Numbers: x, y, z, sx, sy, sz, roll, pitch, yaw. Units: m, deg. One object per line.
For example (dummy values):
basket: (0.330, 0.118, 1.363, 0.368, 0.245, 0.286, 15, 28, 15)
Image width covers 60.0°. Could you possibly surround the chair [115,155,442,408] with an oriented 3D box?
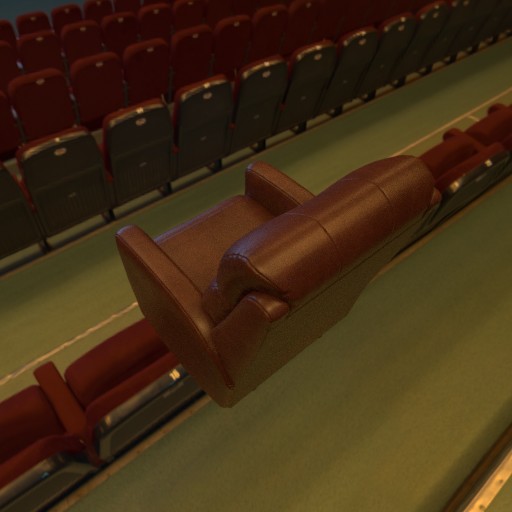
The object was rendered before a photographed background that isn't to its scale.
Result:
chair: (0.000, 0.000, 1.726, 0.787, 1.016, 0.939, -32, 54, -26)
